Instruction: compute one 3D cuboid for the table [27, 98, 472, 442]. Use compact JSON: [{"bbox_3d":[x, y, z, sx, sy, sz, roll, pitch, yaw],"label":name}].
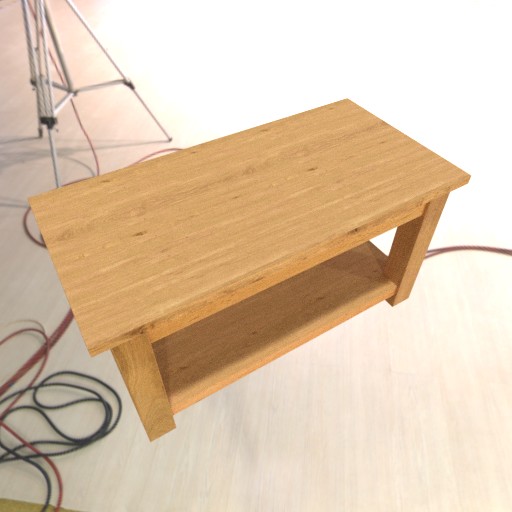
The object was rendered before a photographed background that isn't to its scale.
[{"bbox_3d":[0.000,0.000,1.161,0.899,0.452,0.450,-24,50,-21],"label":"table"}]
